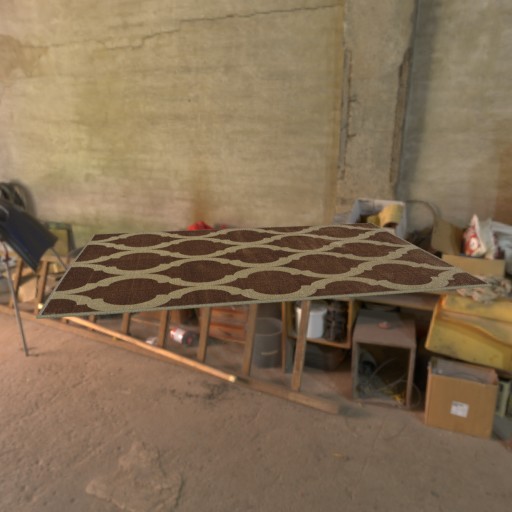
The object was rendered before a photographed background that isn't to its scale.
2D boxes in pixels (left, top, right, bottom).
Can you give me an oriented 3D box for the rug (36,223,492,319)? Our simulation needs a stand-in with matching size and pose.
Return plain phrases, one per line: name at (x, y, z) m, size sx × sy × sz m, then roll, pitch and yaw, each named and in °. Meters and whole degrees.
rug at (0.000, 0.000, 2.881) m, size 2.290 × 0.014 × 1.526 m, roll -3°, pitch 17°, yaw -10°
